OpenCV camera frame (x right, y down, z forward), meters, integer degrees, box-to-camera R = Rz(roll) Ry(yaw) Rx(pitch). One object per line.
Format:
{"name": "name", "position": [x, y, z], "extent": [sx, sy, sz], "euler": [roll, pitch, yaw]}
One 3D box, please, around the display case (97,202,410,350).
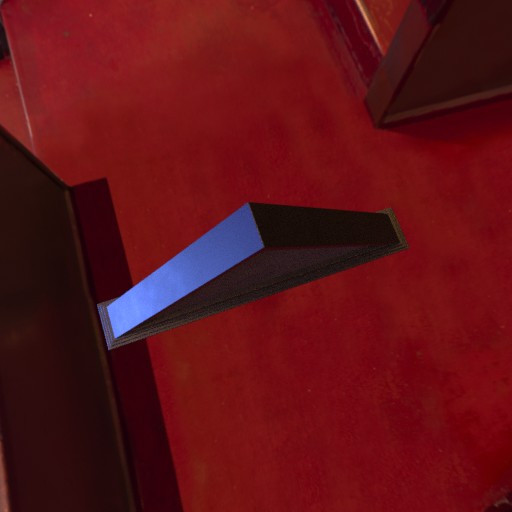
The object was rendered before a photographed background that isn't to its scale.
{"name": "display case", "position": [0.000, 0.000, 0.743], "extent": [0.640, 0.340, 0.095], "euler": [-18, 77, -5]}
